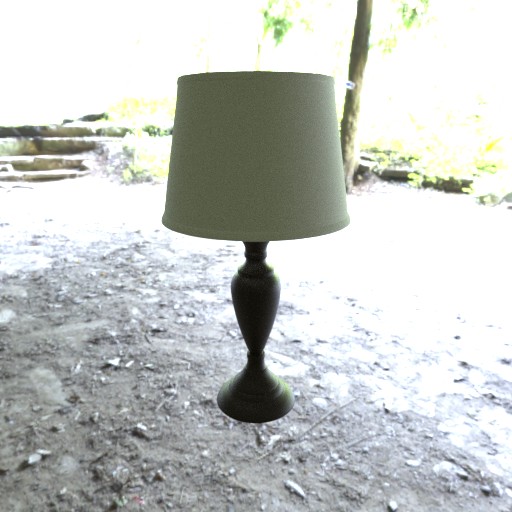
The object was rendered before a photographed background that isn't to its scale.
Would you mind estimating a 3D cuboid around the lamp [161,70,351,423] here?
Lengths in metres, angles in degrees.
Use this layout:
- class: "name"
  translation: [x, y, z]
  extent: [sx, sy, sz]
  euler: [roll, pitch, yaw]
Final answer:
- class: "lamp"
  translation: [0.000, 0.000, 0.820]
  extent: [0.335, 0.611, 0.335]
  euler: [0, 17, 0]
